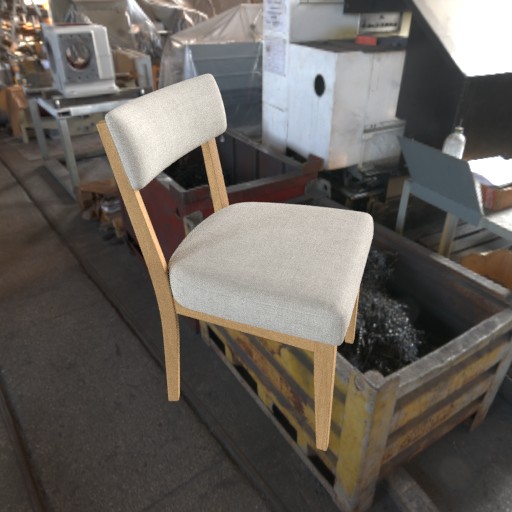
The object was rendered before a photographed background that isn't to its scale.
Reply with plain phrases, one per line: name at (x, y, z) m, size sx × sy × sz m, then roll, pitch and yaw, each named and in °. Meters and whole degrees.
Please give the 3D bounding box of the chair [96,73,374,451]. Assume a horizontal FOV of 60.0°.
chair at (0.000, 0.000, 1.201) m, size 0.572 × 0.832 × 0.508 m, roll 11°, pitch 33°, yaw 17°
